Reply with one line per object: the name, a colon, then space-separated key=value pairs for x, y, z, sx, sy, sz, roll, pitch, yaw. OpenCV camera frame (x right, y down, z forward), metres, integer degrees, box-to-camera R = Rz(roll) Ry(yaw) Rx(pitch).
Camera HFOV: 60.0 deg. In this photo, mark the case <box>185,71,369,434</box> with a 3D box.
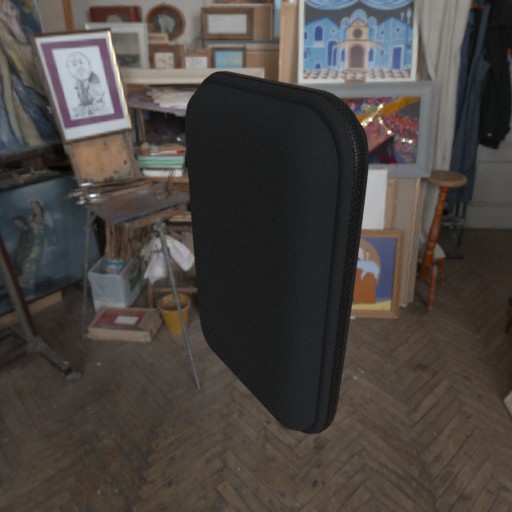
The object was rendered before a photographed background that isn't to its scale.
case: x=0.000 y=0.000 z=0.196 sx=0.030 sy=0.147 sz=0.107 roll=-19 pitch=35 yaw=-30
